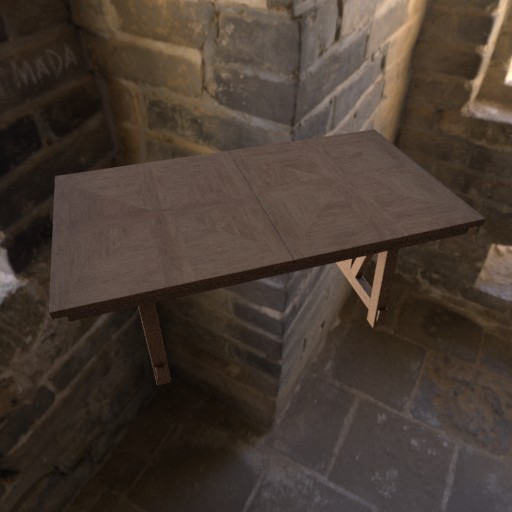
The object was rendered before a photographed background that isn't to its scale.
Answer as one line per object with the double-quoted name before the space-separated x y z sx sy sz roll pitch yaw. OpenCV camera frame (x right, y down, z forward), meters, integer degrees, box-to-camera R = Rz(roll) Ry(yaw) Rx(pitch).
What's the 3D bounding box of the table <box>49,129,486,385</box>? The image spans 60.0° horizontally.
"table" 0.000 0.000 2.420 1.881 0.768 1.016 -12 41 -14
